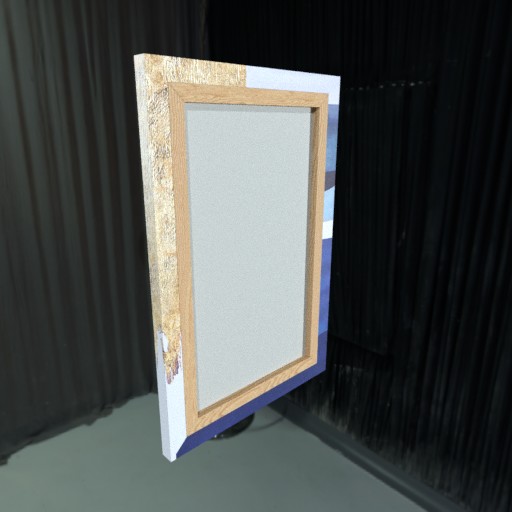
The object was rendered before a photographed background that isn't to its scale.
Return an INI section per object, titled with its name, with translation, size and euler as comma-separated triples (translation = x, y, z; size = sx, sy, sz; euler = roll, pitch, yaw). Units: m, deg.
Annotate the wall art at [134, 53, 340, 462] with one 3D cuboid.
[wall art]
translation = 0.000, 0.000, 1.160
size = 0.607, 0.911, 0.039
euler = -15, 23, -42
